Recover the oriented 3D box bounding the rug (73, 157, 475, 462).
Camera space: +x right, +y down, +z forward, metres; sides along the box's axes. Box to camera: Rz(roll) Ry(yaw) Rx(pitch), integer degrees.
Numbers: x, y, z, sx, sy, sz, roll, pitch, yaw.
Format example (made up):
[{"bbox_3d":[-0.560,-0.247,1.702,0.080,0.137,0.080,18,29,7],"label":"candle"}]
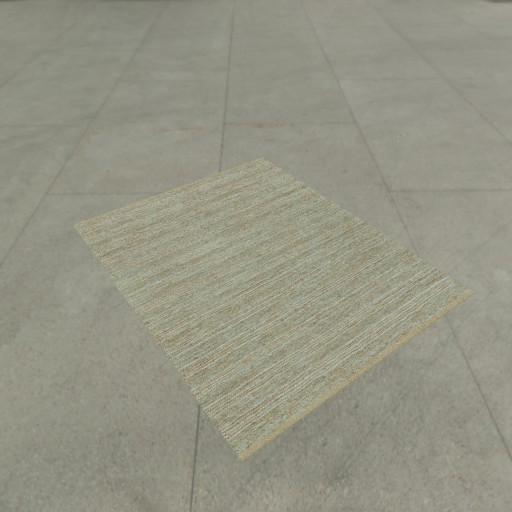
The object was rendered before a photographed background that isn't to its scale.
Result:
[{"bbox_3d":[0.000,0.000,4.201,2.471,0.012,3.034,-26,47,-27],"label":"rug"}]
